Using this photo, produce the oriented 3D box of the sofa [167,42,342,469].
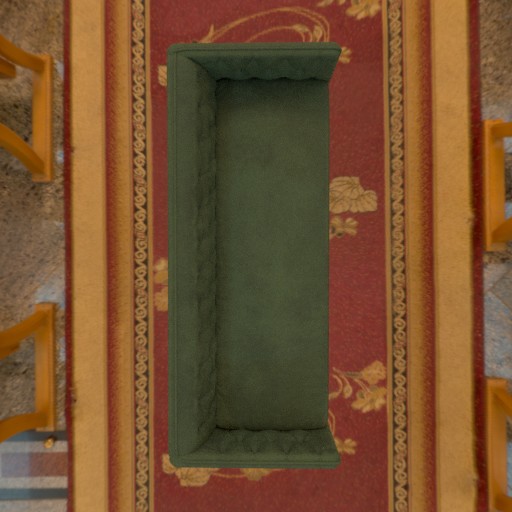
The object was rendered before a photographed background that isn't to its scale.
[{"bbox_3d":[0.000,0.000,2.613,0.895,0.771,2.209,0,91,1],"label":"sofa"}]
